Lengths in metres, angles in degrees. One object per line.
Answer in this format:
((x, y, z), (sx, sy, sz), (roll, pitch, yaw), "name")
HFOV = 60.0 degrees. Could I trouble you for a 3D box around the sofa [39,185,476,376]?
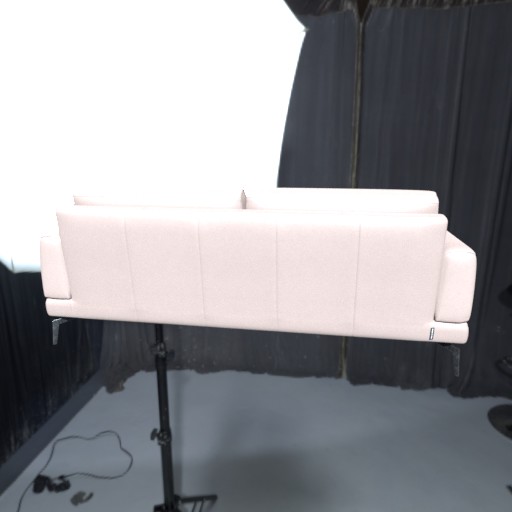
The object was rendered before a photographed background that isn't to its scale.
((0.000, 0.000, 2.327), (1.940, 0.765, 0.974), (2, 14, 9), "sofa")
